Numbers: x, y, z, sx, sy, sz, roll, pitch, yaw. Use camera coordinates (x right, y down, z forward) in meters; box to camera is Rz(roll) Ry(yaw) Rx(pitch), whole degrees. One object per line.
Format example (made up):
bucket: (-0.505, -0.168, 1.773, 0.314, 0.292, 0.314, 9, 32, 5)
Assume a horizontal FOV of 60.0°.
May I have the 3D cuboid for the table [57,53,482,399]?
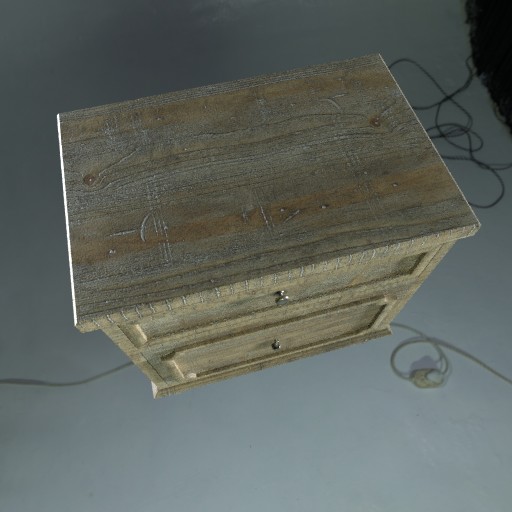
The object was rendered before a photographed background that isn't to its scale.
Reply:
table: (0.000, 0.000, 1.121, 0.686, 0.711, 0.457, -13, 63, -7)
